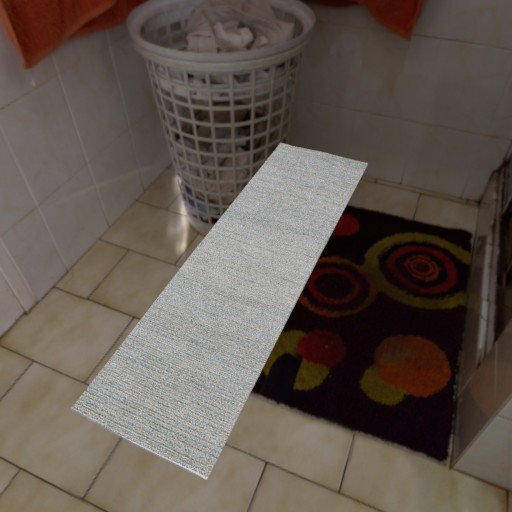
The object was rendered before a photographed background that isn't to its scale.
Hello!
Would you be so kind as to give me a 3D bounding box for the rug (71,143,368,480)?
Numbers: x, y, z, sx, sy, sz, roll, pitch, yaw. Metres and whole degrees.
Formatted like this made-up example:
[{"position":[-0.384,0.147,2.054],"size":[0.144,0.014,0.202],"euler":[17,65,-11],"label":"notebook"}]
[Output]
[{"position":[0.000,0.000,2.541],"size":[0.675,0.037,2.341],"euler":[19,49,17],"label":"rug"}]
